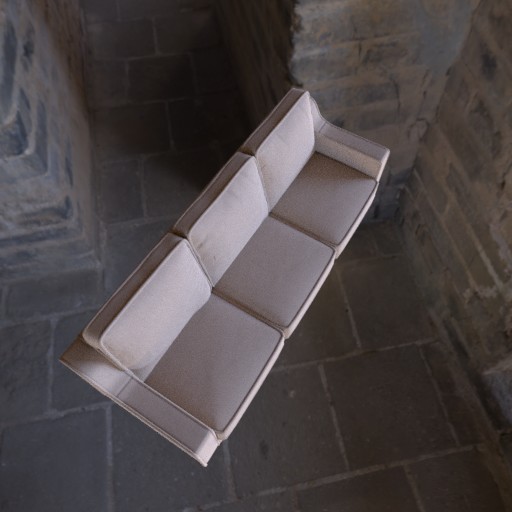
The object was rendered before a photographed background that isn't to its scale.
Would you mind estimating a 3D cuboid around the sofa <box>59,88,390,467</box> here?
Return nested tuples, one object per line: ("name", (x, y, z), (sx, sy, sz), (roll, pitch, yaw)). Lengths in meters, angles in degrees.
("sofa", (0.000, 0.000, 2.584), (0.791, 0.902, 2.131), (28, 64, 15))
